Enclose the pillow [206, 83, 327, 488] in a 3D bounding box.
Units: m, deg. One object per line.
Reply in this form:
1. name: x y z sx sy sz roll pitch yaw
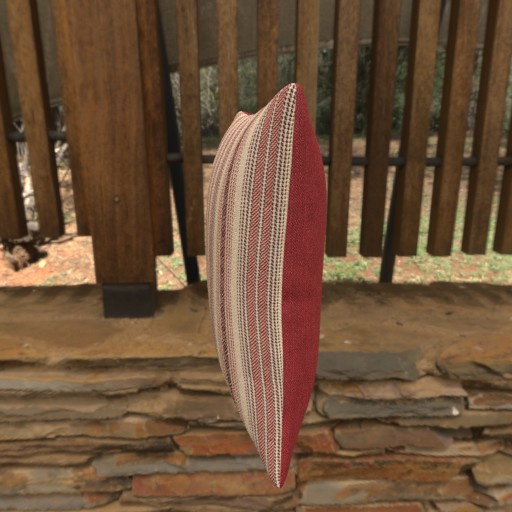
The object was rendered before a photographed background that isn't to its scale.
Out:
1. pillow: 0.000 0.000 0.756 0.166 0.497 0.513 -2 15 -8
